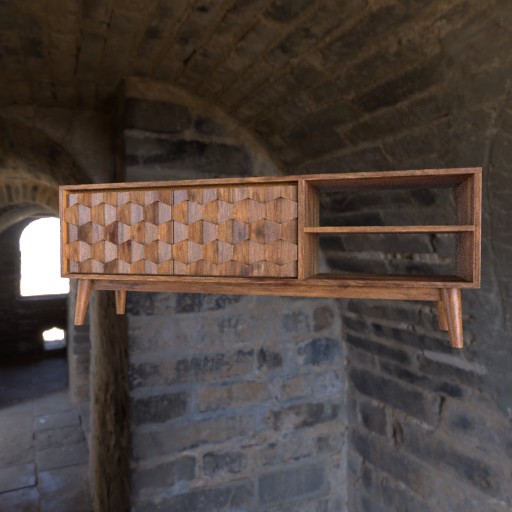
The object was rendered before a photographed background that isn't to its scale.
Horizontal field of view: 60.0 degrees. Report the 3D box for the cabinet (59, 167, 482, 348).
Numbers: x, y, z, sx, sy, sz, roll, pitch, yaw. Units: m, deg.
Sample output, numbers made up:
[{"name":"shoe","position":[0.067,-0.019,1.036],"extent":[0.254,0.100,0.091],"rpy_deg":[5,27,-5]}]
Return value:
[{"name":"cabinet","position":[0.000,0.000,1.646],"extent":[1.448,0.528,0.349],"rpy_deg":[0,1,16]}]
